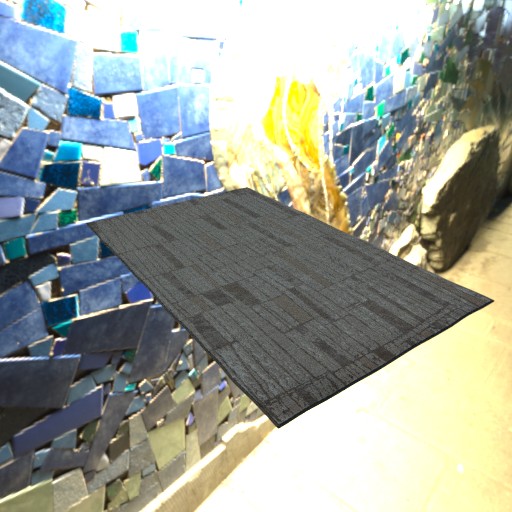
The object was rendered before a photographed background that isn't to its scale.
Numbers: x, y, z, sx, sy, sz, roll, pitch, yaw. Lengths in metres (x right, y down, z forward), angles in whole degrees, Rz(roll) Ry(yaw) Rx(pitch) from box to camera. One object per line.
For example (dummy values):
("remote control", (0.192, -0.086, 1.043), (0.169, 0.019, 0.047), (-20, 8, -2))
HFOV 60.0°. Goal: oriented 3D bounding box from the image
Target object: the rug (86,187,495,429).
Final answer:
("rug", (0.000, 0.000, 2.954), (1.531, 0.023, 2.444), (-18, 32, -31))
